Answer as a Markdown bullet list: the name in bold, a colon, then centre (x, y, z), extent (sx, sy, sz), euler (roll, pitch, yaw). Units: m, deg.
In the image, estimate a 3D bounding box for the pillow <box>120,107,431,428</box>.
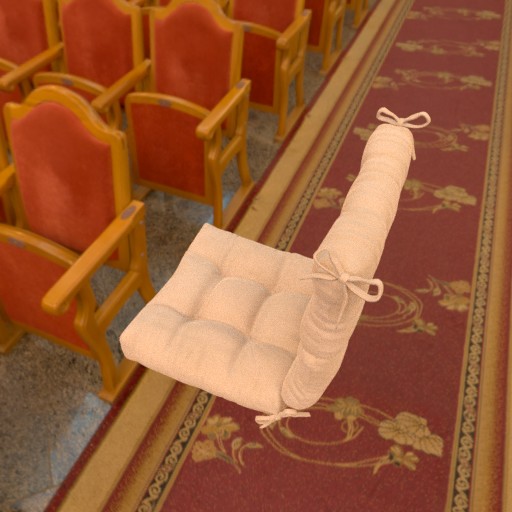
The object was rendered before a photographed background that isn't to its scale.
- **pillow**: centre (0.000, 0.000, 1.022), extent (0.571, 0.605, 0.519), euler (17, 49, 16)
